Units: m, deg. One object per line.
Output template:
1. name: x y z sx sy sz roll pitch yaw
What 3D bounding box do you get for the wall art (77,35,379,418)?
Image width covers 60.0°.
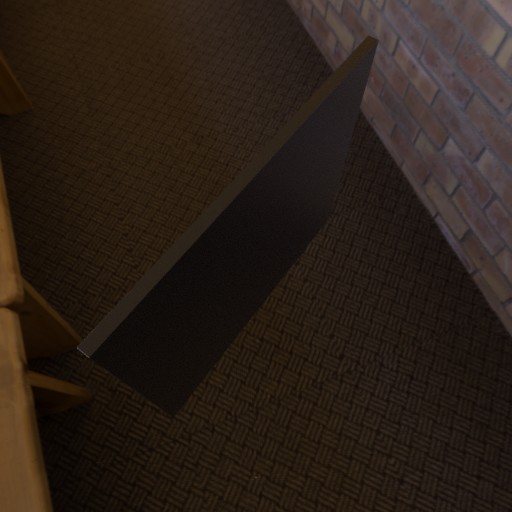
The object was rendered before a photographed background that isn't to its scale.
1. wall art: 0.000 0.000 0.509 0.012 0.332 0.383 34 68 15
